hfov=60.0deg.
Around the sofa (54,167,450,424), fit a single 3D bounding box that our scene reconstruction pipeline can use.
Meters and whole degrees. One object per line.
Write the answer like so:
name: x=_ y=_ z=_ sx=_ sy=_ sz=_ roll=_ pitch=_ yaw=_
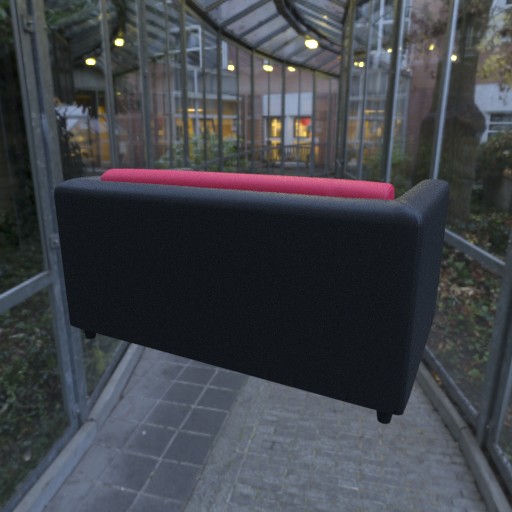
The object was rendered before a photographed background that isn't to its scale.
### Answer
sofa: x=0.000 y=0.000 z=1.895 sx=1.410 sy=0.735 sz=0.845 roll=8 pitch=18 yaw=26
